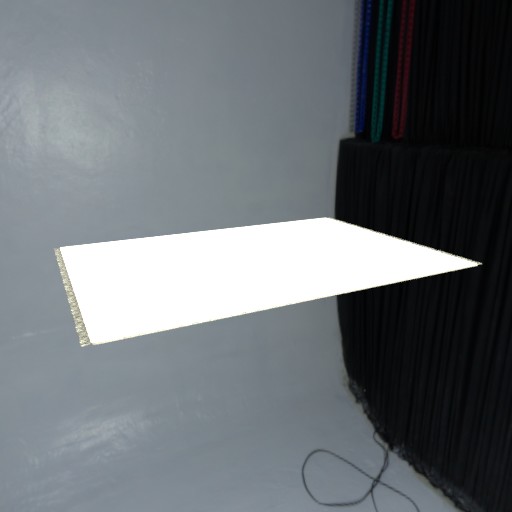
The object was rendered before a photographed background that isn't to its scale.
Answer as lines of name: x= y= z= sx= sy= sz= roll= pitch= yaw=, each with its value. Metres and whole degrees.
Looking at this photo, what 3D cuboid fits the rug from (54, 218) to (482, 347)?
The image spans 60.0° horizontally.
rug: x=0.000 y=0.000 z=2.776 sx=2.233 sy=0.011 sz=1.514 roll=-8 pitch=18 yaw=-26
